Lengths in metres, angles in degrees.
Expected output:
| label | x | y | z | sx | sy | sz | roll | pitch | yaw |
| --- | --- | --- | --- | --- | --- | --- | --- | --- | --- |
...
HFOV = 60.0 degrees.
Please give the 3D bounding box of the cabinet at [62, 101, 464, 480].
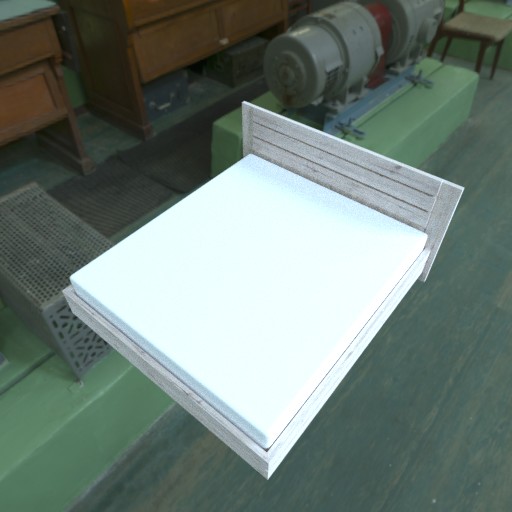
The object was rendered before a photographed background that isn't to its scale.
| label | x | y | z | sx | sy | sz | roll | pitch | yaw |
| --- | --- | --- | --- | --- | --- | --- | --- | --- | --- |
| cabinet | 0.000 | 0.000 | 3.207 | 1.950 | 0.970 | 2.080 | 30 | 53 | 26 |
